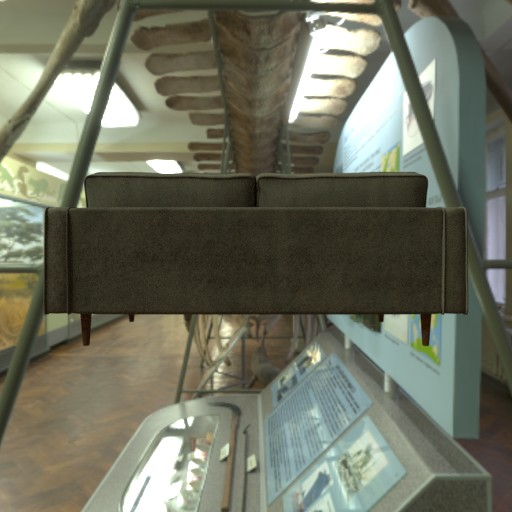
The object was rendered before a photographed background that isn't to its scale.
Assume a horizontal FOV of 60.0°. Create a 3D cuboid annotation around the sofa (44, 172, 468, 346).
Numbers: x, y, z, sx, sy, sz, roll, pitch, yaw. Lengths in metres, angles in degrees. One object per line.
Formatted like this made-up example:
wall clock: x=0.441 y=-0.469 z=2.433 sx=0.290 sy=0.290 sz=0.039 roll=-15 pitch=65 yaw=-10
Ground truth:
sofa: x=0.000 y=0.000 z=2.412 sx=1.920 sy=0.825 sz=0.924 roll=0 pitch=0 yaw=0
